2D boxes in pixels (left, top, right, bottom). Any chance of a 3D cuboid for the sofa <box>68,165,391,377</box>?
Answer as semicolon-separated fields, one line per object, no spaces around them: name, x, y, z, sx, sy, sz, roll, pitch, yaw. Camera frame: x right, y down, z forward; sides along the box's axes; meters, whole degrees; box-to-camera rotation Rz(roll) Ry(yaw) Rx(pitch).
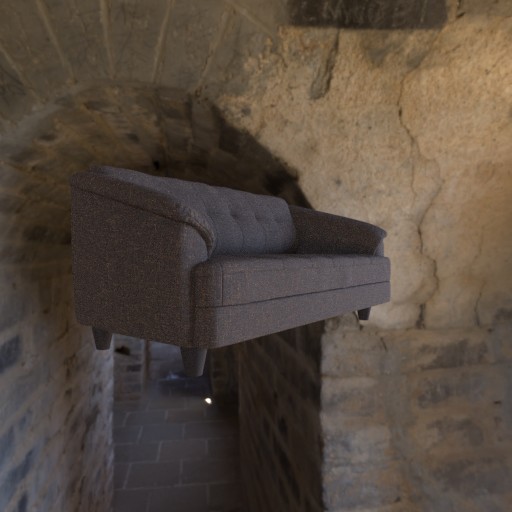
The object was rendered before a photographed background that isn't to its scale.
sofa;0.000;0.000;2.269;0.887;0.790;1.849;0;1;36
